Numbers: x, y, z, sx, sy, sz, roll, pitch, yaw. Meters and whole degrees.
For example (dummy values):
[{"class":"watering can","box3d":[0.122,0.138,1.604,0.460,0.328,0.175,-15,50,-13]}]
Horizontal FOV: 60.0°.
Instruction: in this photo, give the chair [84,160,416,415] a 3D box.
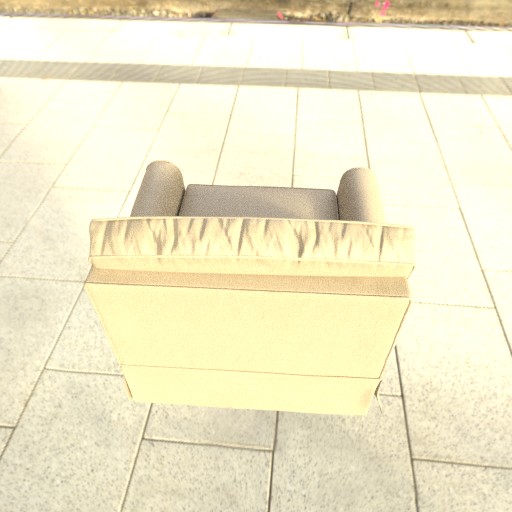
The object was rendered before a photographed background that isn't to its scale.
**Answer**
[{"class":"chair","box3d":[0.000,0.000,1.827,1.096,0.937,0.903,2,46,2]}]
